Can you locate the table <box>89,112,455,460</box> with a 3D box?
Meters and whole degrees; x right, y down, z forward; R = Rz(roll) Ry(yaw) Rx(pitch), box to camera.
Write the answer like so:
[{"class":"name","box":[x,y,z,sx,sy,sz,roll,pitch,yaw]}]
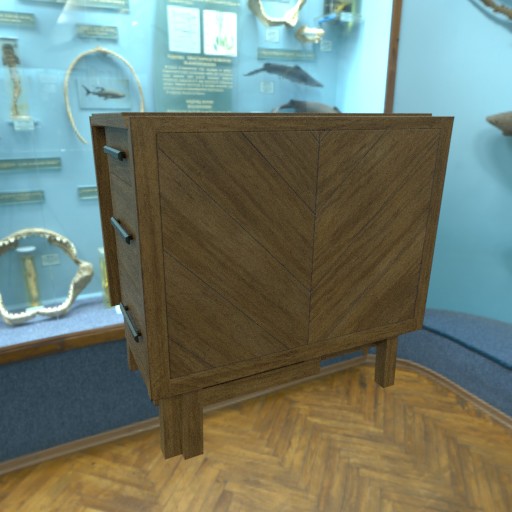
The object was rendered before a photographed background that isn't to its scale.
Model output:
[{"class":"table","box":[0.000,0.000,1.246,0.746,0.763,0.591,-8,19,-25]}]
